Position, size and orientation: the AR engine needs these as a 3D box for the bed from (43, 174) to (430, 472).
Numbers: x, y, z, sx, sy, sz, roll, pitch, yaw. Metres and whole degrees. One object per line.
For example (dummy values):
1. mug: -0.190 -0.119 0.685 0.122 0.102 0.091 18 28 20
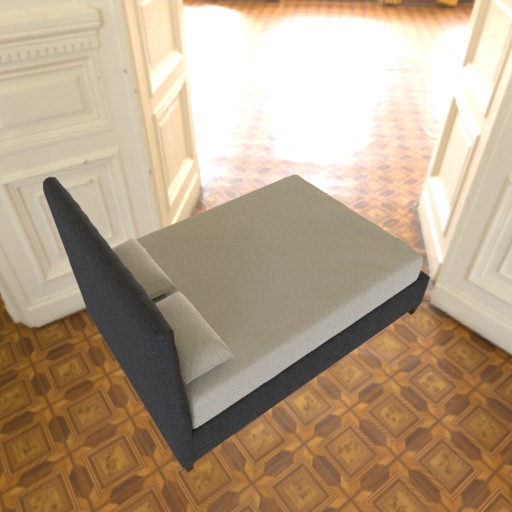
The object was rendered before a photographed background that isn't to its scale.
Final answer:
1. bed: 0.000 0.000 3.458 2.387 1.427 1.698 -26 48 -27
